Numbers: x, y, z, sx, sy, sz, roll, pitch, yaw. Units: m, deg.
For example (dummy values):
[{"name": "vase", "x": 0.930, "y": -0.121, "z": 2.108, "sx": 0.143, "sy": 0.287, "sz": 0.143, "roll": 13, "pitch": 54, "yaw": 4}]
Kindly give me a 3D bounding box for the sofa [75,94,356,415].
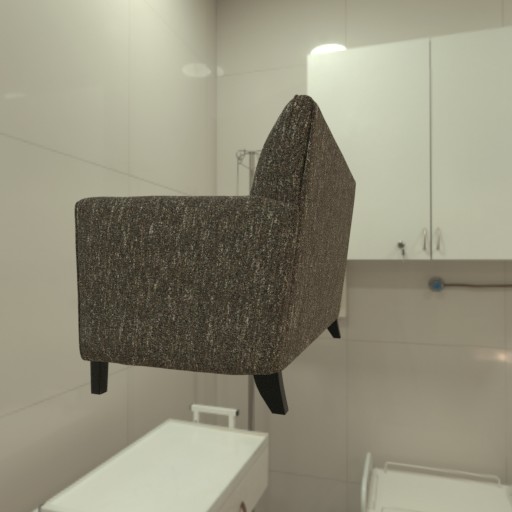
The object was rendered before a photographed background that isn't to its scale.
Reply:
[{"name": "sofa", "x": 0.000, "y": 0.000, "z": 2.051, "sx": 0.801, "sy": 0.946, "sz": 1.519, "roll": 0, "pitch": -1, "yaw": 17}]
